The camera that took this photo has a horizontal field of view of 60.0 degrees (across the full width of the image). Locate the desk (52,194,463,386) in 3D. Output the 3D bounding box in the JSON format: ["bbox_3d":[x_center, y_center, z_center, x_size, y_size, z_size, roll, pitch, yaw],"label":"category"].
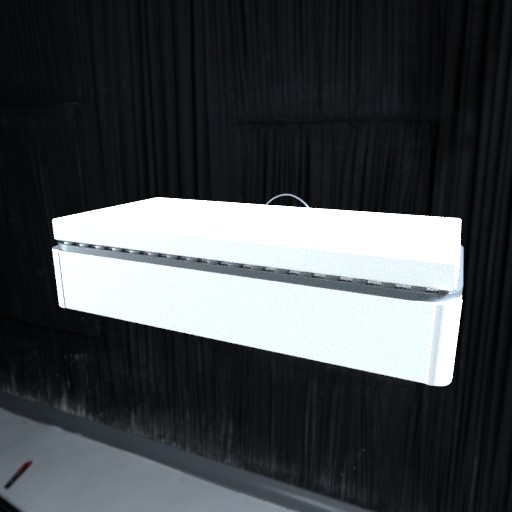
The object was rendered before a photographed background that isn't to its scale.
[{"bbox_3d":[0.000,0.000,2.246,1.900,0.526,0.900,7,17,23],"label":"desk"}]
